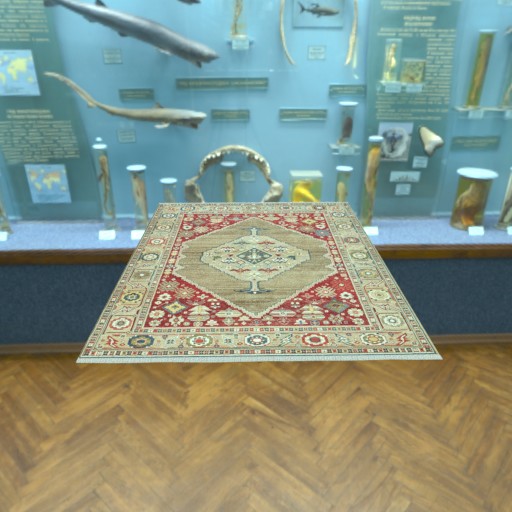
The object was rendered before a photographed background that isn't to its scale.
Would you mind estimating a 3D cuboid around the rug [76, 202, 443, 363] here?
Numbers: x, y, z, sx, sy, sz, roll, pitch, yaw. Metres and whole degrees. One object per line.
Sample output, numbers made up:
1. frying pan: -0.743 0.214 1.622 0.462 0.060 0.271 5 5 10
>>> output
1. rug: 0.000 0.000 4.355 2.451 0.008 3.143 0 26 -1
